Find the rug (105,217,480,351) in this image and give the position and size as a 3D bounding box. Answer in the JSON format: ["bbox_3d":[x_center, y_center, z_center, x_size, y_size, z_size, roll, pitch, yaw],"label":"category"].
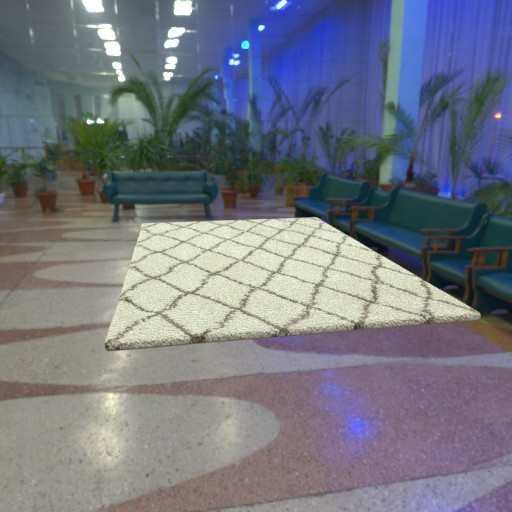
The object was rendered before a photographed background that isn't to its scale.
[{"bbox_3d":[0.000,0.000,2.222,1.219,0.030,1.778,-3,16,-10],"label":"rug"}]
